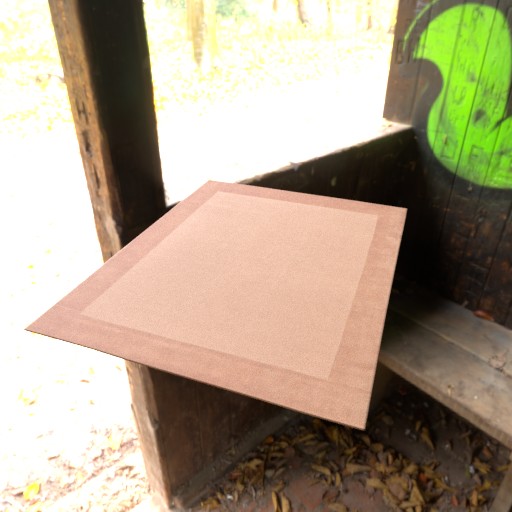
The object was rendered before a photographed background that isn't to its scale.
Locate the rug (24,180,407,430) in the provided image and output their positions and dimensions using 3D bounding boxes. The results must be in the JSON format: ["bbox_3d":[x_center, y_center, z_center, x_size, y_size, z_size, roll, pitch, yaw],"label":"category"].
[{"bbox_3d":[0.000,0.000,4.035,2.431,0.021,3.057,11,33,17],"label":"rug"}]
